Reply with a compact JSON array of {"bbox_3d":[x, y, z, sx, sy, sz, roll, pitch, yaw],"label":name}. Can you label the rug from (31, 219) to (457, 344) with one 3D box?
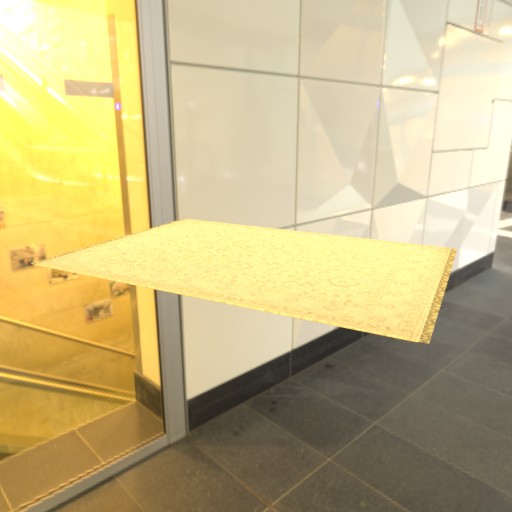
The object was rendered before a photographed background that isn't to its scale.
[{"bbox_3d":[0.000,0.000,2.790,2.233,0.011,1.514,8,18,26],"label":"rug"}]
